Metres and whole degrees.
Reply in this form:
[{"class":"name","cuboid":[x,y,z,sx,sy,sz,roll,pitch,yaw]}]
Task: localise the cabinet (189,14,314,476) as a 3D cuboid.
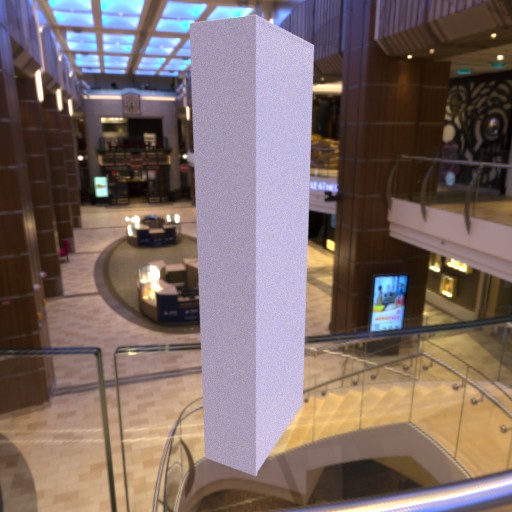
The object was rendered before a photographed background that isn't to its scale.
[{"class":"cabinet","cuboid":[0.000,0.000,1.796,0.255,1.630,0.520,7,17,25]}]
